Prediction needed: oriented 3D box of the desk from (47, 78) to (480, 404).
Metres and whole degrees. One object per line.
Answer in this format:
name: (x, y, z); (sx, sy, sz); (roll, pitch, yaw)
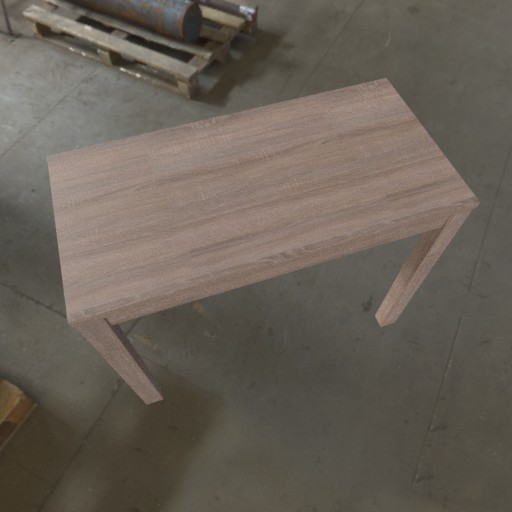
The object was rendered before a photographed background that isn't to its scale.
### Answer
desk: (0.000, 0.000, 1.449); (0.991, 0.762, 0.495); (-16, 60, -9)
